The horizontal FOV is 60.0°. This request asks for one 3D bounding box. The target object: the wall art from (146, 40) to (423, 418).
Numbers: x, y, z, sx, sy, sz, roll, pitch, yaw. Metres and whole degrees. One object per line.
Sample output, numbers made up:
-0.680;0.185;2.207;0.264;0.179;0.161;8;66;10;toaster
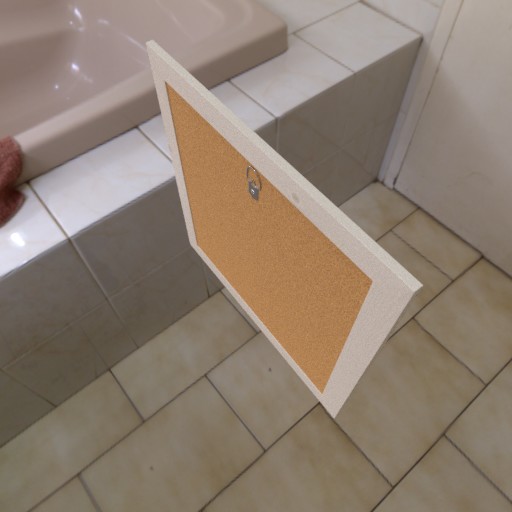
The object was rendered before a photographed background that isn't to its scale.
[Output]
0.000;0.000;0.836;0.015;0.577;0.572;-33;63;-19;wall art
